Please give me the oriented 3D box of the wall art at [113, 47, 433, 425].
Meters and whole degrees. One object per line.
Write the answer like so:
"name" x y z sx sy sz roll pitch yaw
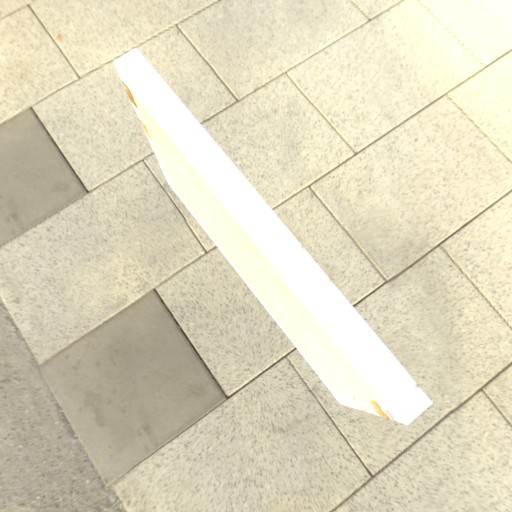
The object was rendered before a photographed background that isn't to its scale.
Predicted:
"wall art" 0.000 0.000 0.758 0.041 0.407 0.606 -37 78 -9
